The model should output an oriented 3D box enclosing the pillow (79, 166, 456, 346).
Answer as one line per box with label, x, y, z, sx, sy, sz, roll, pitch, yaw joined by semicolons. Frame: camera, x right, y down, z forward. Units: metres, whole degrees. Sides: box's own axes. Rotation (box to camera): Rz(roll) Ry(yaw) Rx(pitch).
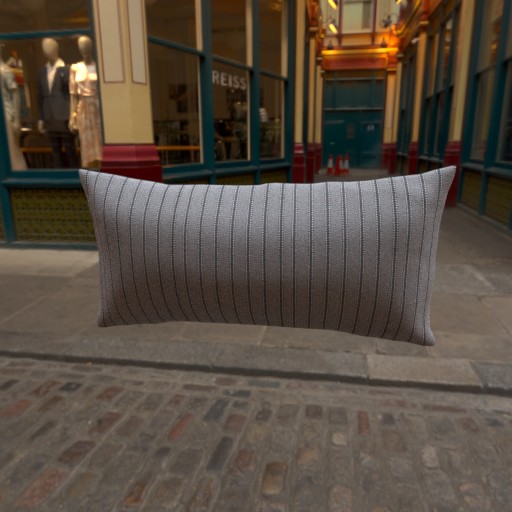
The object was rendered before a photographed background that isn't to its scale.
pillow;0.000;0.000;0.748;0.609;0.305;0.151;2;15;8
